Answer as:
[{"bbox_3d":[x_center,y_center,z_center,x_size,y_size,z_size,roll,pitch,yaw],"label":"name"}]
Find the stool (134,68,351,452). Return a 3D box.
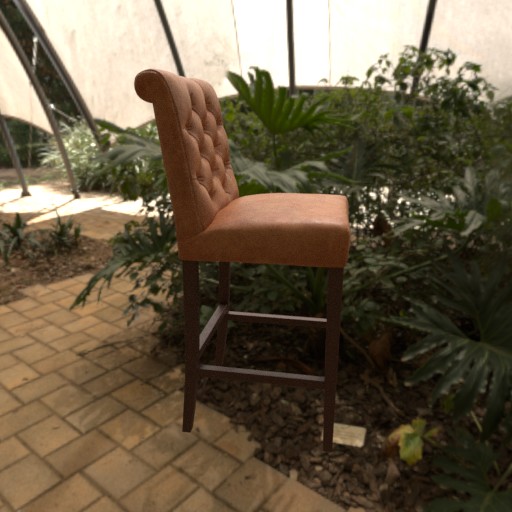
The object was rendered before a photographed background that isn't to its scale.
[{"bbox_3d":[0.000,0.000,1.492,0.601,1.140,0.493,3,18,10],"label":"stool"}]
